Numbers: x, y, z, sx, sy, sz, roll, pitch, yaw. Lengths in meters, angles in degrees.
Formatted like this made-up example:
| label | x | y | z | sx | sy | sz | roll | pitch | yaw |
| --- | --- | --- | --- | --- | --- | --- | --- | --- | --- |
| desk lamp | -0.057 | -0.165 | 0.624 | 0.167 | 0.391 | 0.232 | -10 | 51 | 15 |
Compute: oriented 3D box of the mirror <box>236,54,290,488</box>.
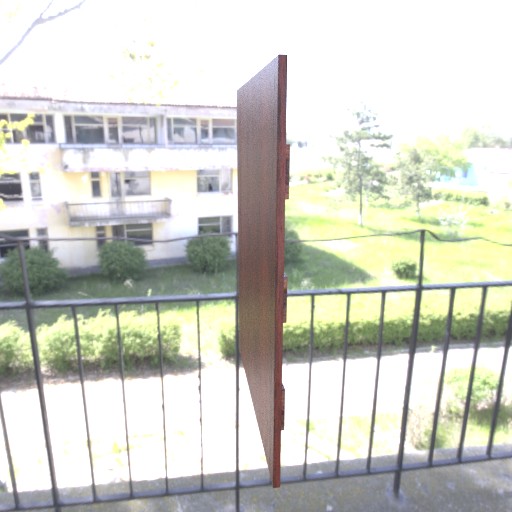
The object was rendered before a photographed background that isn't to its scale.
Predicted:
| label | x | y | z | sx | sy | sz | roll | pitch | yaw |
| --- | --- | --- | --- | --- | --- | --- | --- | --- | --- |
| mirror | 0.000 | 0.000 | 1.071 | 0.021 | 0.805 | 0.600 | -2 | 16 | -8 |
